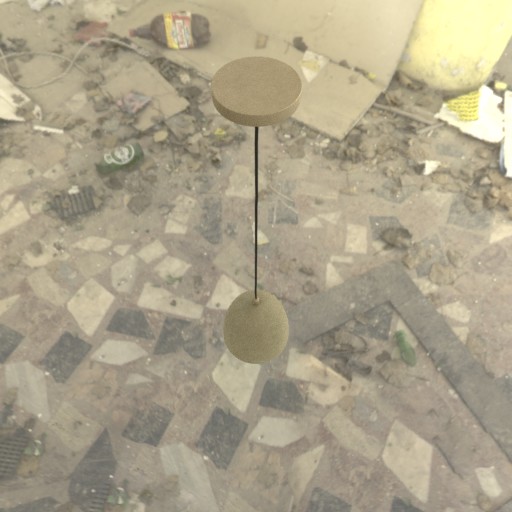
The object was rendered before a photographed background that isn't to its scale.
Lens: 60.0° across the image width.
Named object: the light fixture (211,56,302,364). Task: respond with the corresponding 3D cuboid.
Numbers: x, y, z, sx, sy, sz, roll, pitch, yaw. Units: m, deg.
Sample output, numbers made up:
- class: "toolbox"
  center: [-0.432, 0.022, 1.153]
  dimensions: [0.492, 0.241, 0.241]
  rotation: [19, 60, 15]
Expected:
- class: "light fixture"
  center: [0.000, 0.000, 0.835]
  dimensions: [0.170, 0.759, 0.170]
  rotation: [-33, 64, -18]
